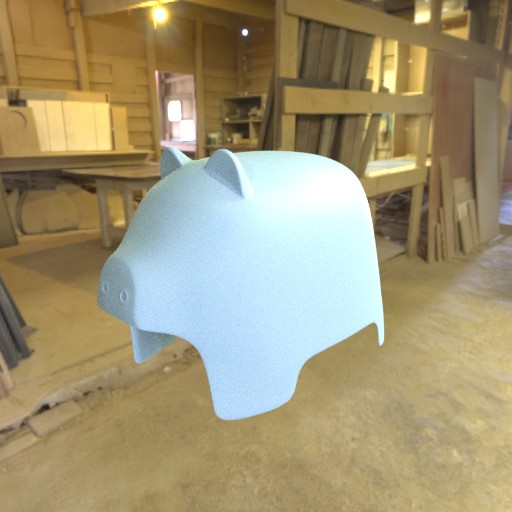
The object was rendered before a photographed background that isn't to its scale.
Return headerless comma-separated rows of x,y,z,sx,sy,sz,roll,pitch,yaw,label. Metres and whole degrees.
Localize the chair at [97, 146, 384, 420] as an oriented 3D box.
0.000,0.000,0.874,0.364,0.423,0.619,15,22,42,chair
